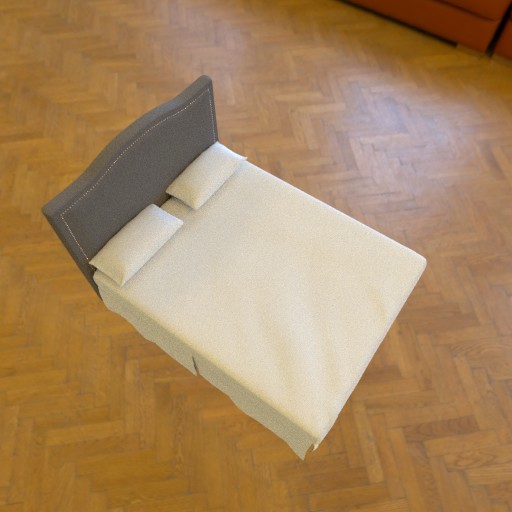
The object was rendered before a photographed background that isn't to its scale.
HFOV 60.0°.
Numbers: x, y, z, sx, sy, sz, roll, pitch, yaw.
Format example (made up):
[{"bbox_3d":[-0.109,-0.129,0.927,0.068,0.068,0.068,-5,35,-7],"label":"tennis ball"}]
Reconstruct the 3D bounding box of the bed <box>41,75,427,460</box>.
[{"bbox_3d":[0.000,0.000,3.450,2.282,1.436,1.821,32,64,18],"label":"bed"}]
